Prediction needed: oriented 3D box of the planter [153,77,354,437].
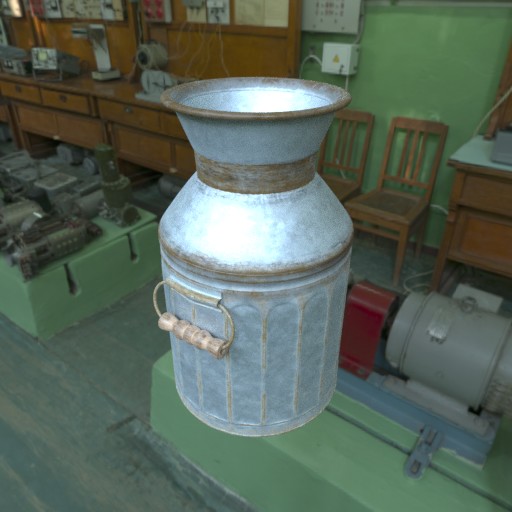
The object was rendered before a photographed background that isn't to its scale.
[{"bbox_3d":[0.000,0.000,0.507,0.215,0.358,0.248,20,36,30],"label":"planter"}]
